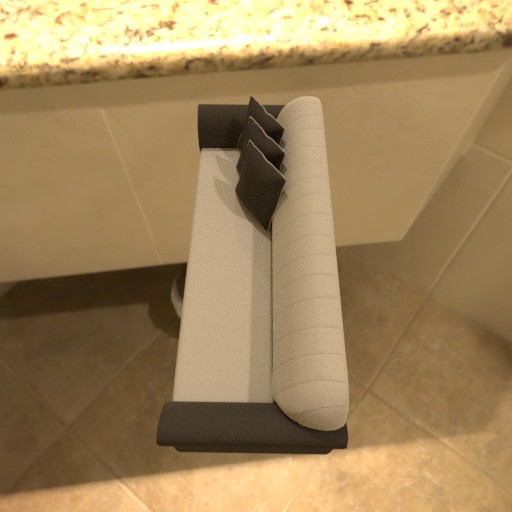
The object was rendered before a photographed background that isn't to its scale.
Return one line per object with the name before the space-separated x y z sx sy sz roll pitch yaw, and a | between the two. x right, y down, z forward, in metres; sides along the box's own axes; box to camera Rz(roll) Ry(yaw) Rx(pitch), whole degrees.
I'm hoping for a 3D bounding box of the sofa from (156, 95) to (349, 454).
sofa | 0.000 0.000 2.430 0.755 0.787 2.001 1 58 0
